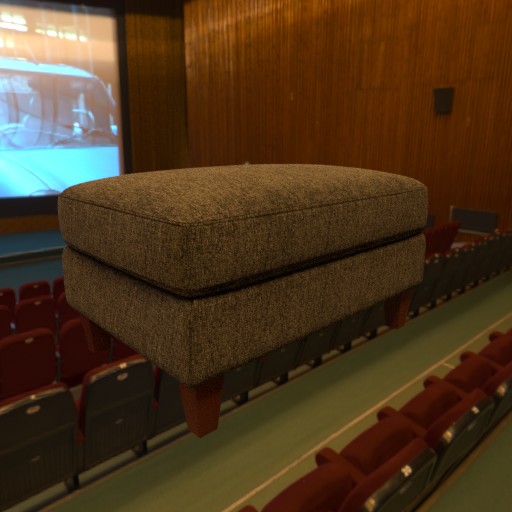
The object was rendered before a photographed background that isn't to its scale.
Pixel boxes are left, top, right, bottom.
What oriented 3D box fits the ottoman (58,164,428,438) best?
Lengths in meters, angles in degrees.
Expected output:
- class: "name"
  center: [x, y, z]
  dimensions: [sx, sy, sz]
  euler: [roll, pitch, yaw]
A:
- class: "ottoman"
  center: [0.000, 0.000, 1.218]
  dimensions: [0.864, 0.483, 0.584]
  euler: [-14, 20, -41]
